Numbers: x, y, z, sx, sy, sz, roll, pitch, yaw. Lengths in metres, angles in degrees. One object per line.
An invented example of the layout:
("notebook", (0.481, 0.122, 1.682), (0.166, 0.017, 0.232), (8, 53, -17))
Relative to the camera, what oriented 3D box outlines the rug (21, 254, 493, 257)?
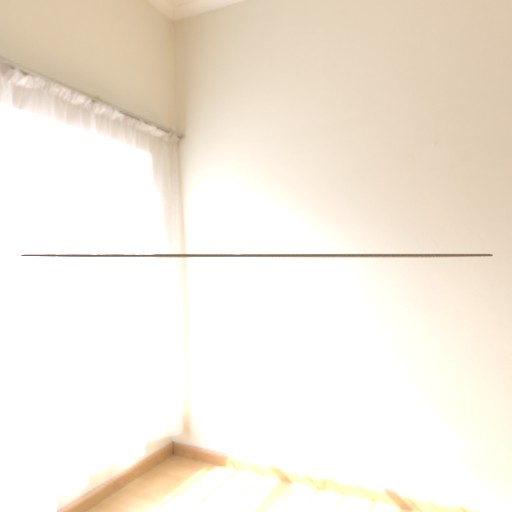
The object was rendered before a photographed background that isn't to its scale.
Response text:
("rug", (0.000, 0.000, 2.673), (2.388, 0.012, 0.864), (0, -1, 1))
